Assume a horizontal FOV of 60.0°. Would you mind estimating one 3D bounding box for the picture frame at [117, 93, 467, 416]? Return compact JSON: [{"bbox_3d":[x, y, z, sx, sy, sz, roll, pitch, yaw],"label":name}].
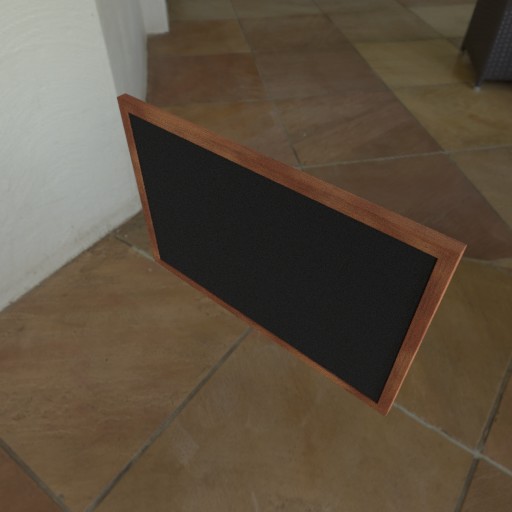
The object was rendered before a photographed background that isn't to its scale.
[{"bbox_3d":[0.000,0.000,1.223,0.950,0.640,0.029,30,52,26],"label":"picture frame"}]
